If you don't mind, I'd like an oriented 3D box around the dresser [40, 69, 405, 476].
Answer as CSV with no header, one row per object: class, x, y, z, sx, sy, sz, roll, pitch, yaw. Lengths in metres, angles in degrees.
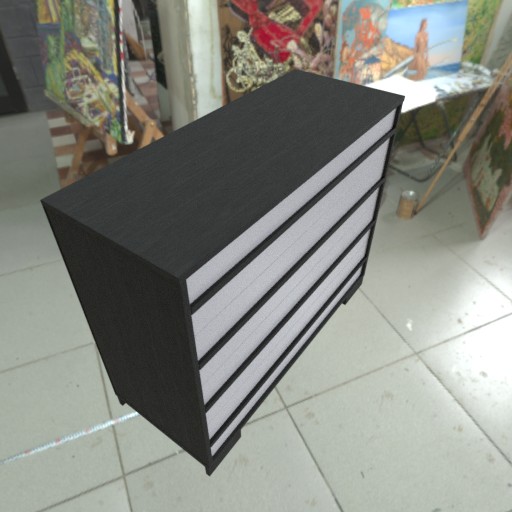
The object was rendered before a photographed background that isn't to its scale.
dresser,0.000,0.000,1.417,0.404,0.816,0.994,26,48,26
